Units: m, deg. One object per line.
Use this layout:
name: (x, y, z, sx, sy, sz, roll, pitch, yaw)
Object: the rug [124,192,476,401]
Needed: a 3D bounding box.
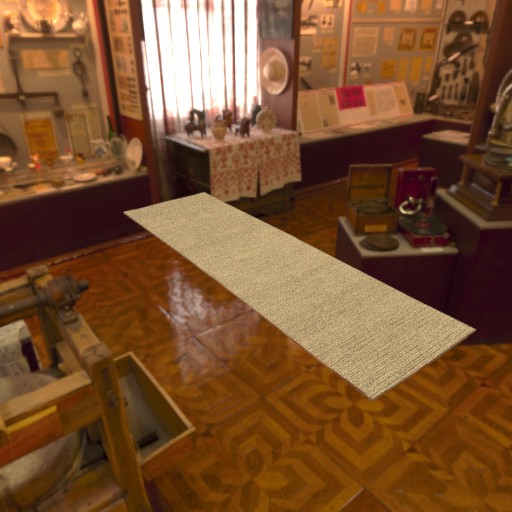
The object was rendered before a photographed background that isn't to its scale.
rug: (0.000, 0.000, 2.589, 0.692, 0.032, 2.320, -19, 33, -32)
